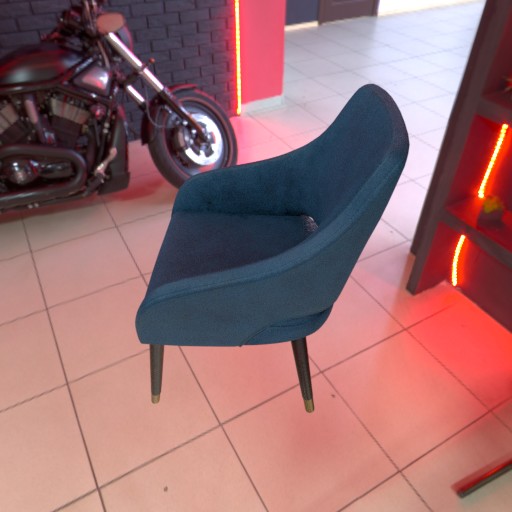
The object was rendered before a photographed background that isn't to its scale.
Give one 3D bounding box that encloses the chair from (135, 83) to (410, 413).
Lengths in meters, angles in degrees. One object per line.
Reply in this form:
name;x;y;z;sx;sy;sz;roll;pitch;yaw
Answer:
chair;0.000;0.000;1.563;0.794;1.081;0.683;2;41;2
